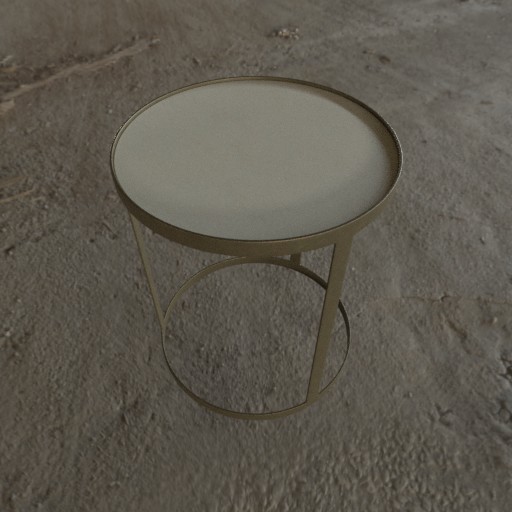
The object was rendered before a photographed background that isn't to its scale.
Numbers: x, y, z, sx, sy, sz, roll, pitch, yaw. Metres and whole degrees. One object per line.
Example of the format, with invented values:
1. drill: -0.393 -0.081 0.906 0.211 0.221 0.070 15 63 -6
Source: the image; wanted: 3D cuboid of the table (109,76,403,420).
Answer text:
1. table: 0.000 0.000 0.948 0.480 0.565 0.480 0 47 0
